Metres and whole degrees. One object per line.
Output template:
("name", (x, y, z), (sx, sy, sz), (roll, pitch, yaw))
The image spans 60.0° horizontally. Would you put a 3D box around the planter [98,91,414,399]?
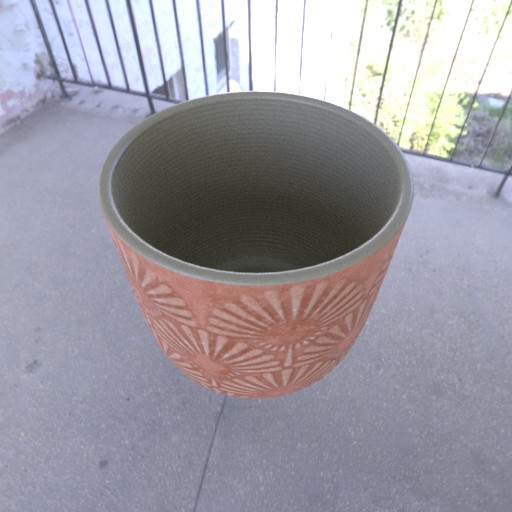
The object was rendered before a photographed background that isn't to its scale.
("planter", (0.000, 0.000, 0.217), (0.124, 0.109, 0.124), (0, 47, 0))
